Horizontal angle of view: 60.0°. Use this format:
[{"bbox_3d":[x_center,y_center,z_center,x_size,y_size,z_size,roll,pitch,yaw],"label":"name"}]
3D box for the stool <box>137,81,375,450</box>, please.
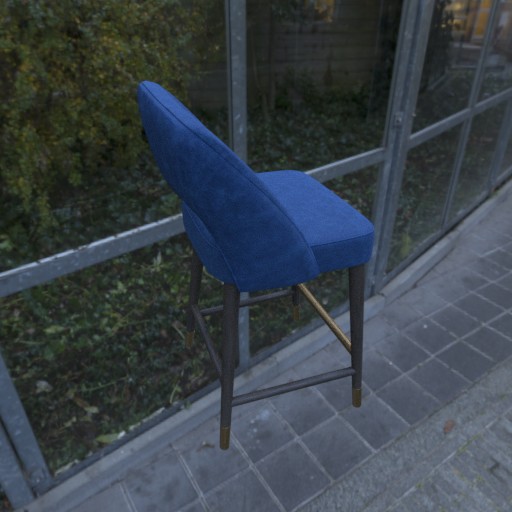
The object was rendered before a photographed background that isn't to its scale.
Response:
[{"bbox_3d":[0.000,0.000,1.232,0.524,0.925,0.536,-11,32,-17],"label":"stool"}]
